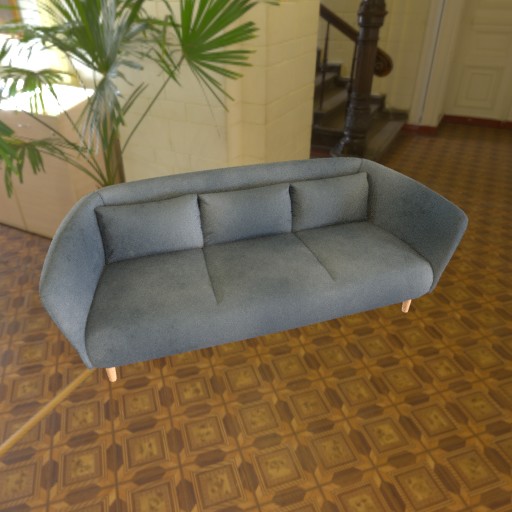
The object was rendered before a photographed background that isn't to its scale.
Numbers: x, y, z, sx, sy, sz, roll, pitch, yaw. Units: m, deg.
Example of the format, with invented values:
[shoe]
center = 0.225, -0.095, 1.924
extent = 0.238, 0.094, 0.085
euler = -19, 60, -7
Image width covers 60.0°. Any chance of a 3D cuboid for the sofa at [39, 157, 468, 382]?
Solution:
[sofa]
center = 0.000, 0.000, 2.507
extent = 2.095, 0.795, 0.849
euler = -10, 33, -16
